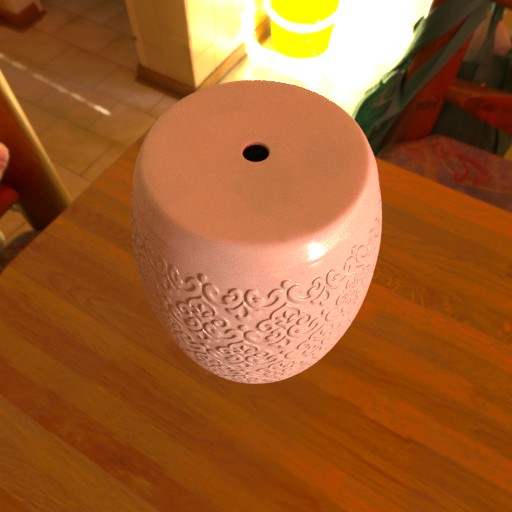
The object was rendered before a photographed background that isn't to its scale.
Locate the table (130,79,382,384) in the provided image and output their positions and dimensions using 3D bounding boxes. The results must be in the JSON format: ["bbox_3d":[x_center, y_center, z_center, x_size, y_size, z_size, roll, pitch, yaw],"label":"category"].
[{"bbox_3d":[0.000,0.000,0.608,0.309,0.397,0.309,0,58,0],"label":"table"}]
